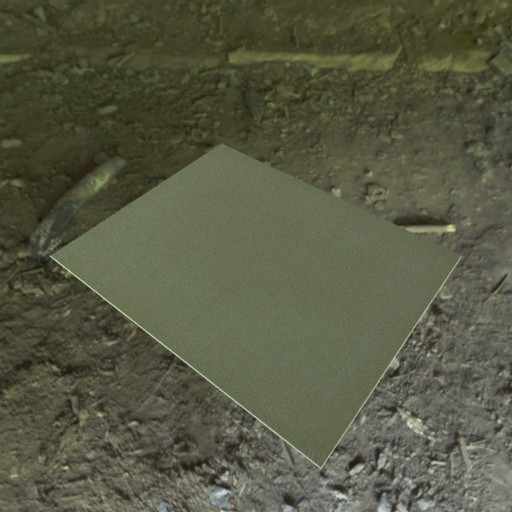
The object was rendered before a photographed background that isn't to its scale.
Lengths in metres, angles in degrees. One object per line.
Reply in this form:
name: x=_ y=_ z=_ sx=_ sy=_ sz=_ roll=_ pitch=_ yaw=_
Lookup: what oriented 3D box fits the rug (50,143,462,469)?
rug: x=0.000 y=0.000 z=3.560 sx=2.584 sy=0.011 sz=2.073 roll=30 pitch=54 yaw=25
